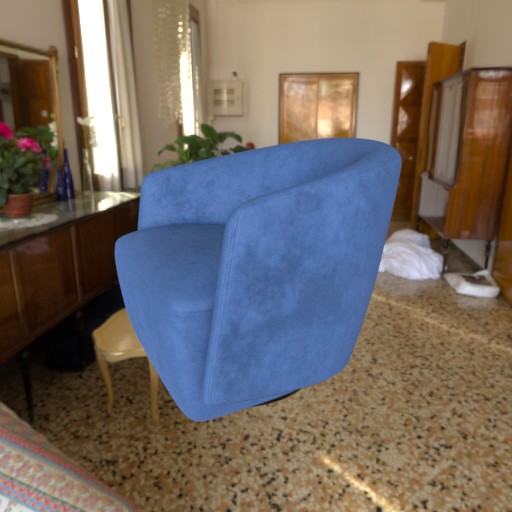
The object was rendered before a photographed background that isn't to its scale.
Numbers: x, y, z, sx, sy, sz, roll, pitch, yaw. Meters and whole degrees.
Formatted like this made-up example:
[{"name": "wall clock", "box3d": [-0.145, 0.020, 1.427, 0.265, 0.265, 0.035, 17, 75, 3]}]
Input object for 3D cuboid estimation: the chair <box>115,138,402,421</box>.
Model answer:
[{"name": "chair", "box3d": [0.000, 0.000, 1.366, 0.767, 0.698, 0.773, -8, 18, -26]}]
